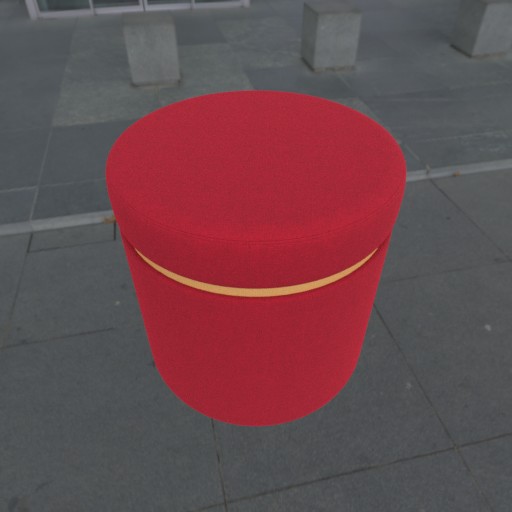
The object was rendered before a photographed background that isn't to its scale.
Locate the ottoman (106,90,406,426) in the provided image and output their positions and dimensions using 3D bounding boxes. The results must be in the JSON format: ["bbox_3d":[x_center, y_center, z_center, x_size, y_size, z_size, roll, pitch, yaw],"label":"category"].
[{"bbox_3d":[0.000,0.000,0.728,0.400,0.406,0.400,0,42,0],"label":"ottoman"}]
